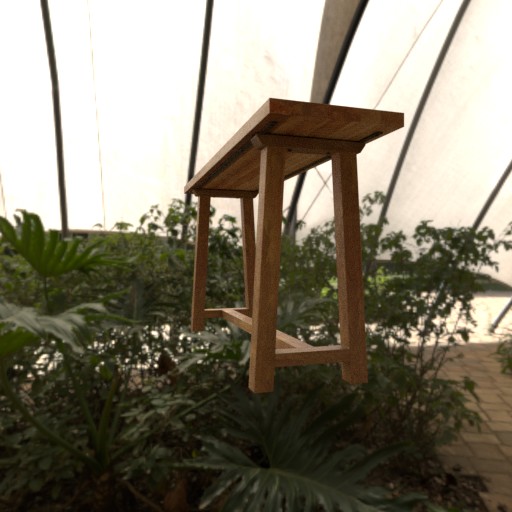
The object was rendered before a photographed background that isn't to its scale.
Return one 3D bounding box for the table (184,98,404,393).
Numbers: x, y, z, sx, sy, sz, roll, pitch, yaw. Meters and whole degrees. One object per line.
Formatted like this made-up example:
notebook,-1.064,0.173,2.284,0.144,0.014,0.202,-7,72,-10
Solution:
table,0.000,0.000,1.924,0.405,0.810,1.524,0,0,-17
